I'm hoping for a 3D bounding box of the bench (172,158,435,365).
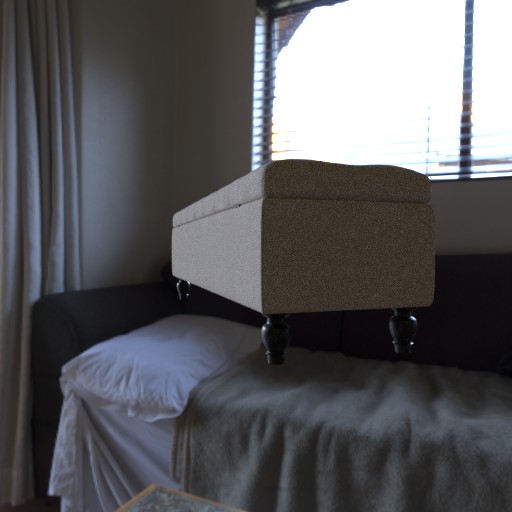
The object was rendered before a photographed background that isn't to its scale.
[{"bbox_3d":[0.000,0.000,1.708,0.455,0.467,1.480,0,1,-18],"label":"bench"}]
